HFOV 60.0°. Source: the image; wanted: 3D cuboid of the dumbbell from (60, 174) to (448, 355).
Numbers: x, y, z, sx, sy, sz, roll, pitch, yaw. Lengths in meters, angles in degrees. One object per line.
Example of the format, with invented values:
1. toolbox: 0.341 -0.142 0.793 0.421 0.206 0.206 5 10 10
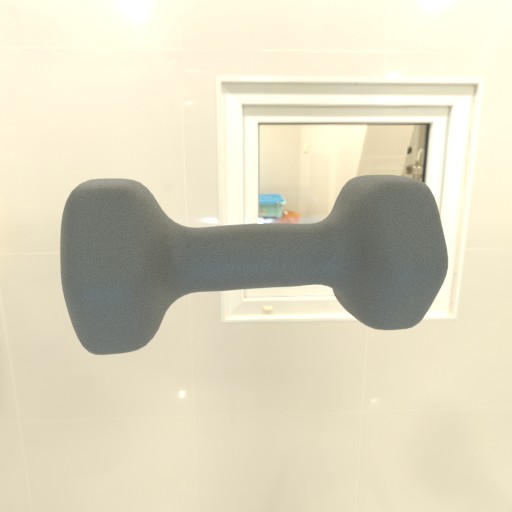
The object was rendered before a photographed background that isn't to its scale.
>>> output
1. dumbbell: 0.000 0.000 0.231 0.184 0.081 0.090 -3 14 -10
